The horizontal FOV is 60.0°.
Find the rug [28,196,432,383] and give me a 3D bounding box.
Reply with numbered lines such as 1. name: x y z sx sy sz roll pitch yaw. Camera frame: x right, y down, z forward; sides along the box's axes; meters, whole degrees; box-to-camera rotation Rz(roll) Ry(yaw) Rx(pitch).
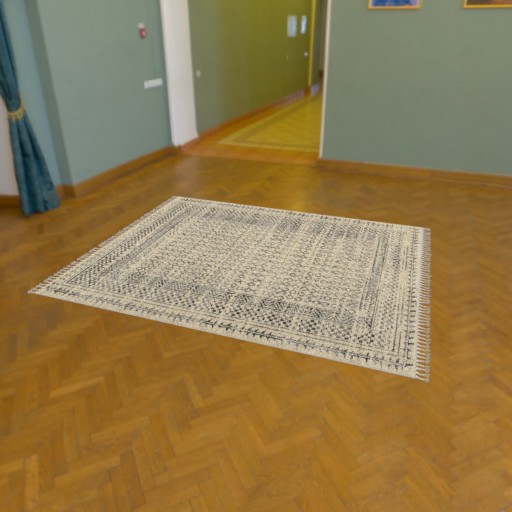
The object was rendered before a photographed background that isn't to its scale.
1. rug: 0.000 0.000 3.929 2.940 0.013 2.312 9 29 17
